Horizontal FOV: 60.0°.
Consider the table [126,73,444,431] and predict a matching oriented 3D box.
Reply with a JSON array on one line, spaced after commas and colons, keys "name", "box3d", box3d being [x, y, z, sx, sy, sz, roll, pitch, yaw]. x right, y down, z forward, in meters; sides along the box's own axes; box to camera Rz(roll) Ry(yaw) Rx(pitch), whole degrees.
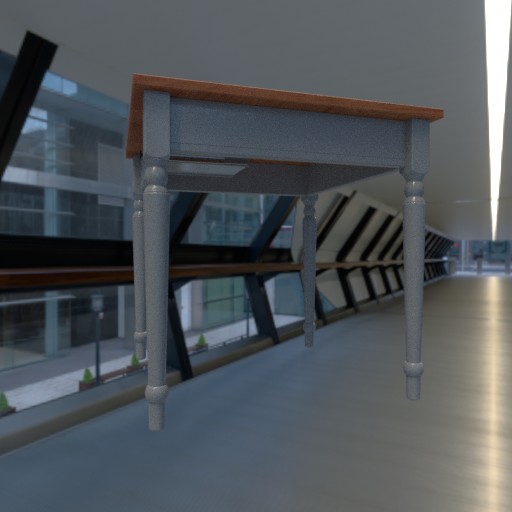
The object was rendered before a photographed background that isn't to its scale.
[{"name": "table", "box3d": [0.000, 0.000, 1.353, 0.747, 0.738, 0.747, 0, 1, -17]}]
